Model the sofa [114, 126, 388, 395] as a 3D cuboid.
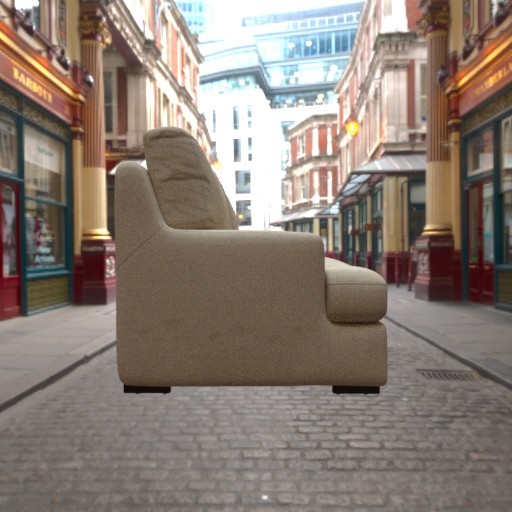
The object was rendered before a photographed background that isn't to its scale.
[{"bbox_3d":[0.000,0.000,2.438,0.962,0.967,1.885,0,0,1],"label":"sofa"}]
